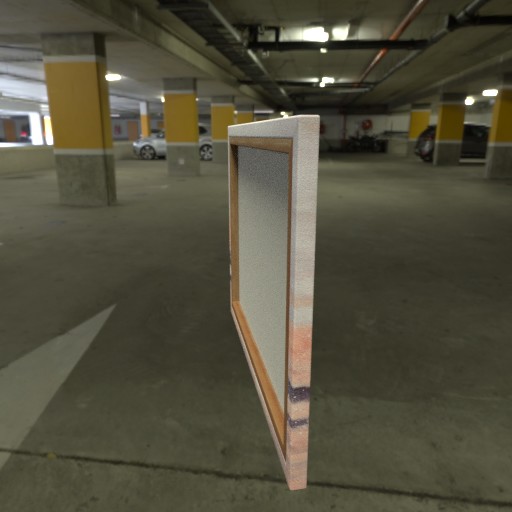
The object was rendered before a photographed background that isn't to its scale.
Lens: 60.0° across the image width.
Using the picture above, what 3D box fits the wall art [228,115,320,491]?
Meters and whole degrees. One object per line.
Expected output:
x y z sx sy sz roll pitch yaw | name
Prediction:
0.000 0.000 1.325 0.038 0.763 1.015 -3 16 -10 | wall art
